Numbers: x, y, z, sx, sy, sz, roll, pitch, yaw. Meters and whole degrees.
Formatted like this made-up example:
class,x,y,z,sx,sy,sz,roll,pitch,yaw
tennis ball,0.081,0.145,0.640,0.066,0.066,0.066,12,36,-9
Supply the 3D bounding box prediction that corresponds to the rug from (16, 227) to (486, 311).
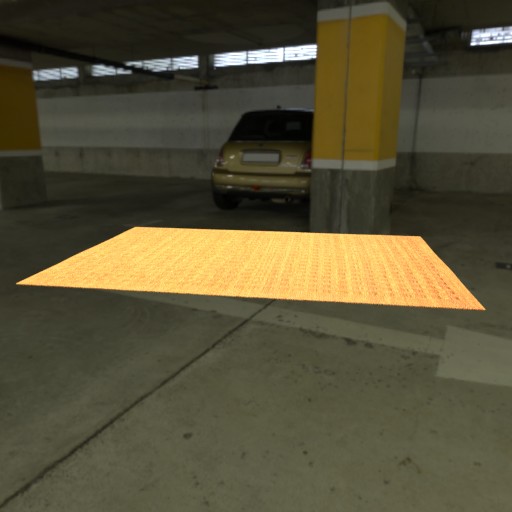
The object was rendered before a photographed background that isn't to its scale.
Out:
class,x,y,z,sx,sy,sz,roll,pitch,yaw
rug,0.000,0.000,2.161,1.747,0.006,1.143,2,15,9
